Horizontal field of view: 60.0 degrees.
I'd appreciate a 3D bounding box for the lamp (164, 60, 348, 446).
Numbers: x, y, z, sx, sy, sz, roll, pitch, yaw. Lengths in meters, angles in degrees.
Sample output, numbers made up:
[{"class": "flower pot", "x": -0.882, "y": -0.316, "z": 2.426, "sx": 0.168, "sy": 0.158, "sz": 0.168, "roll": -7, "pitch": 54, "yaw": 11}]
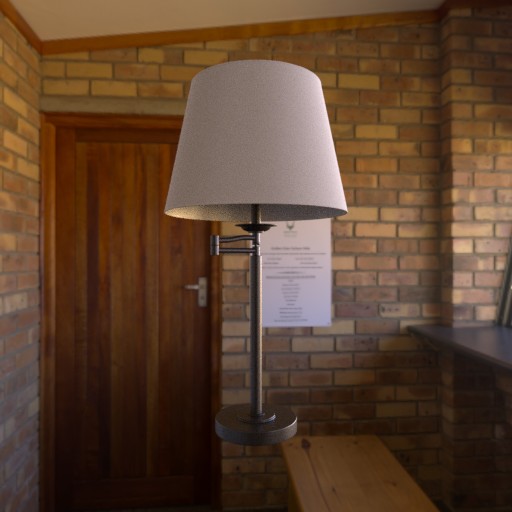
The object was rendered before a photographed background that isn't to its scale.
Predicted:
[{"class": "lamp", "x": 0.000, "y": 0.000, "z": 0.892, "sx": 0.363, "sy": 0.696, "sz": 0.363, "roll": 0, "pitch": 0, "yaw": 0}]
